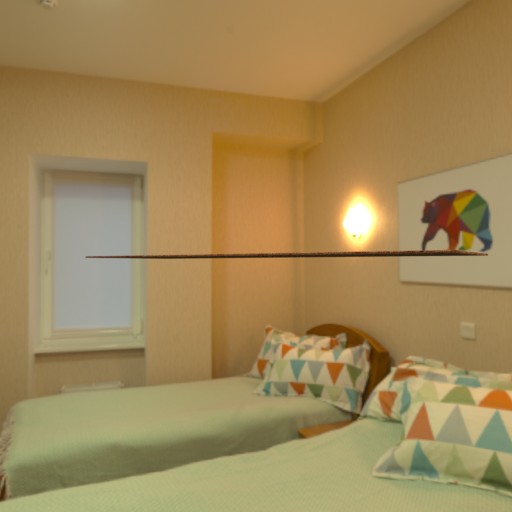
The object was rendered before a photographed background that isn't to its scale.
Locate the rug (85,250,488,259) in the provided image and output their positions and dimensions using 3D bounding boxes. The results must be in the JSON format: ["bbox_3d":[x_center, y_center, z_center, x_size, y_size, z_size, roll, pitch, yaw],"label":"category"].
[{"bbox_3d":[0.000,0.000,2.710,2.435,0.011,0.750,-1,-1,36],"label":"rug"}]
